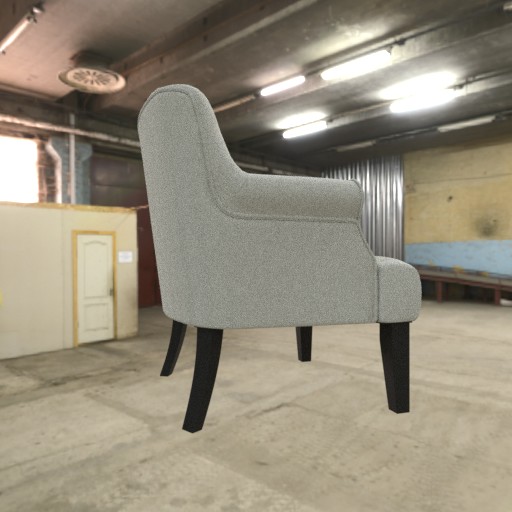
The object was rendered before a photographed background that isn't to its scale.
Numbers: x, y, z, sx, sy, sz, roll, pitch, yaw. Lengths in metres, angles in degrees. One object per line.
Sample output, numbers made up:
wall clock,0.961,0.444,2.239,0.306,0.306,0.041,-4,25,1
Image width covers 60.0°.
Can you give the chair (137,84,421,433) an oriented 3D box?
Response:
chair,0.000,0.000,1.455,0.750,0.875,0.781,0,0,-18
